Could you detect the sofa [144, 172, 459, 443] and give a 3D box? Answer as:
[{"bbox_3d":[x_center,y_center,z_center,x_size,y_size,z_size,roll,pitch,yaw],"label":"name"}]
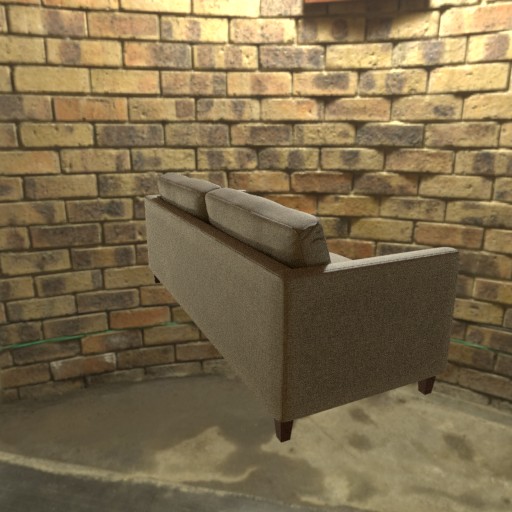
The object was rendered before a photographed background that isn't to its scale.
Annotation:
[{"bbox_3d":[0.000,0.000,2.910,0.948,0.951,2.434,-7,17,-25],"label":"sofa"}]
